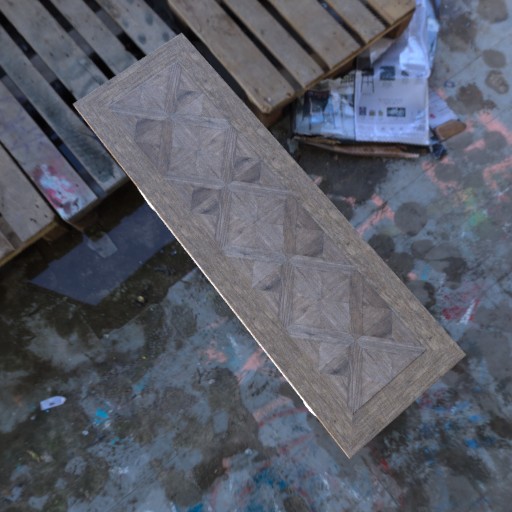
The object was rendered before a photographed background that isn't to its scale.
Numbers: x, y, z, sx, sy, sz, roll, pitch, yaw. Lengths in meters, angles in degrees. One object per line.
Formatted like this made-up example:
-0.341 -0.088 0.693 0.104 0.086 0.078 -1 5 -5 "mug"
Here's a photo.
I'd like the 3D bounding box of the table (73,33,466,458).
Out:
0.000 0.000 1.834 0.450 0.930 1.400 -38 79 -8 "table"
